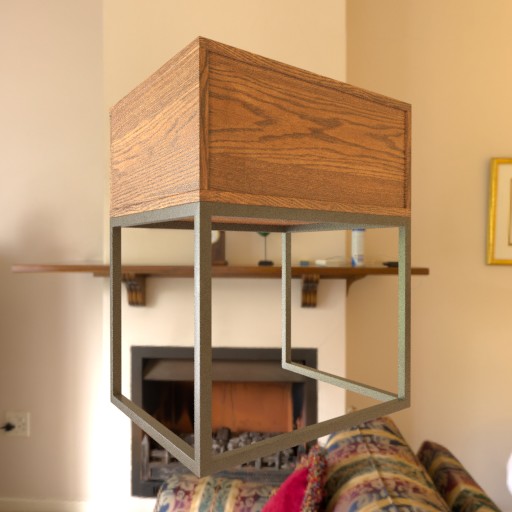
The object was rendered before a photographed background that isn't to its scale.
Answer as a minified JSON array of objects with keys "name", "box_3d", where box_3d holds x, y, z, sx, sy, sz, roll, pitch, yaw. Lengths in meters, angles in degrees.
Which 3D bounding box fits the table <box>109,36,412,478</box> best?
[{"name":"table","box_3d":[0.000,0.000,0.912,0.482,0.610,0.400,0,1,-36]}]
